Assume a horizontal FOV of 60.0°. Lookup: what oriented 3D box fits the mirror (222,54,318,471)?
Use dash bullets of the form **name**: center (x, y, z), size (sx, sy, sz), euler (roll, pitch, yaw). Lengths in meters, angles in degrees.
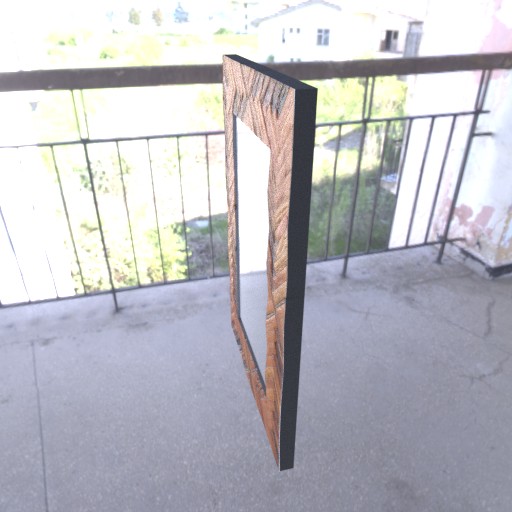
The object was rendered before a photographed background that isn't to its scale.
- **mirror**: center (0.000, 0.000, 1.155), size (0.044, 0.912, 0.606), euler (-7, 30, -12)
